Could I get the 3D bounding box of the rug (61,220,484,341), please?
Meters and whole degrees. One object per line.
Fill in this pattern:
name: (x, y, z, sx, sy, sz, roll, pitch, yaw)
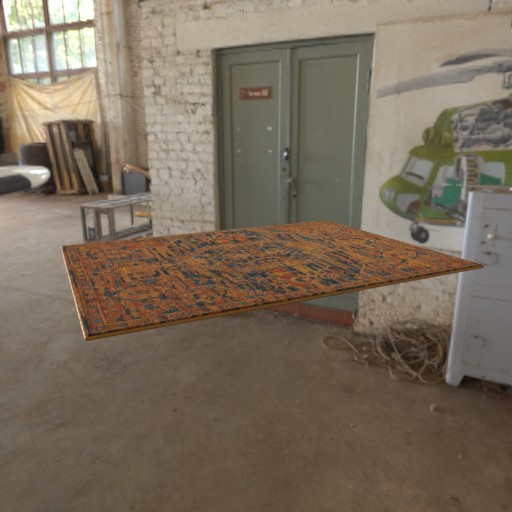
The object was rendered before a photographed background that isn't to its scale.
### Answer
rug: (0.000, 0.000, 2.816, 2.204, 0.024, 1.588, -7, 17, -25)
